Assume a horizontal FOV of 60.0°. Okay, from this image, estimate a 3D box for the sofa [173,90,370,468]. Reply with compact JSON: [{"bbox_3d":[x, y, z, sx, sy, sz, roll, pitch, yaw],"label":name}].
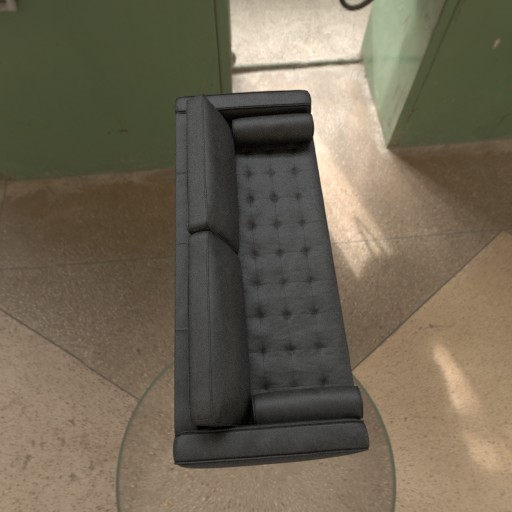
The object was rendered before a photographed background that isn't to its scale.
[{"bbox_3d":[0.000,0.000,2.594,0.914,0.762,2.210,-4,65,-2],"label":"sofa"}]
